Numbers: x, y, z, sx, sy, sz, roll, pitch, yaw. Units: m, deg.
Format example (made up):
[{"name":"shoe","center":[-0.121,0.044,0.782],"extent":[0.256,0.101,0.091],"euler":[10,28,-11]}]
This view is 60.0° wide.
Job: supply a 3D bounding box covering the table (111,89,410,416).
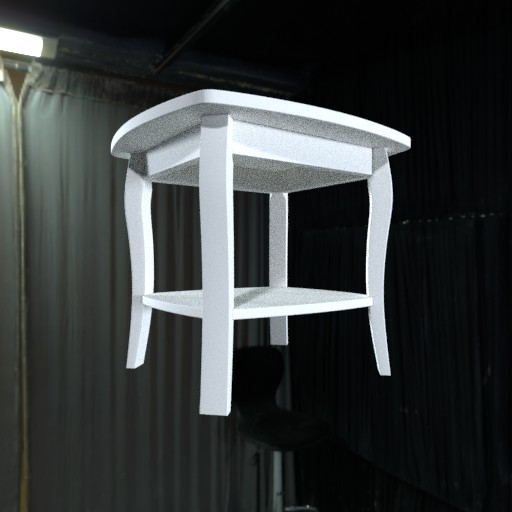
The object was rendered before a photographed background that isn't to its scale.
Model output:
[{"name":"table","center":[0.000,0.000,0.857],"extent":[0.502,0.438,0.451],"euler":[0,0,-35]}]
